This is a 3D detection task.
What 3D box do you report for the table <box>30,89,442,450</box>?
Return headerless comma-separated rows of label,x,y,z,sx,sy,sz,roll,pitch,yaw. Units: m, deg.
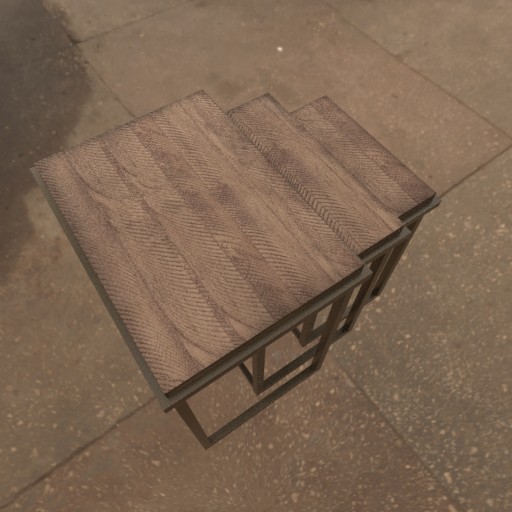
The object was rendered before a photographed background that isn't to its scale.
table,0.000,0.000,1.107,0.706,0.610,0.559,-30,64,-17
